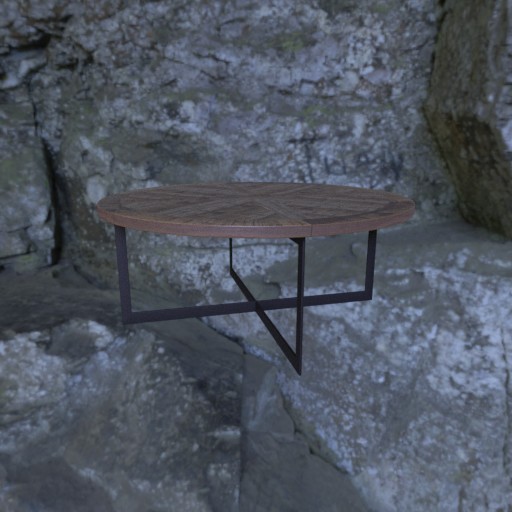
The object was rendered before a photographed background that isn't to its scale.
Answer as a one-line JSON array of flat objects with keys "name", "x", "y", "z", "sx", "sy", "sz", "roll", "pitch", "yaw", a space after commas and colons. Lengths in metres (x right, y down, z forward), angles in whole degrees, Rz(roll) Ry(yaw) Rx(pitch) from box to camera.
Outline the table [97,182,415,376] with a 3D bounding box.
[{"name": "table", "x": 0.000, "y": 0.000, "z": 1.928, "sx": 1.264, "sy": 0.516, "sz": 1.264, "roll": 0, "pitch": 15, "yaw": 0}]
